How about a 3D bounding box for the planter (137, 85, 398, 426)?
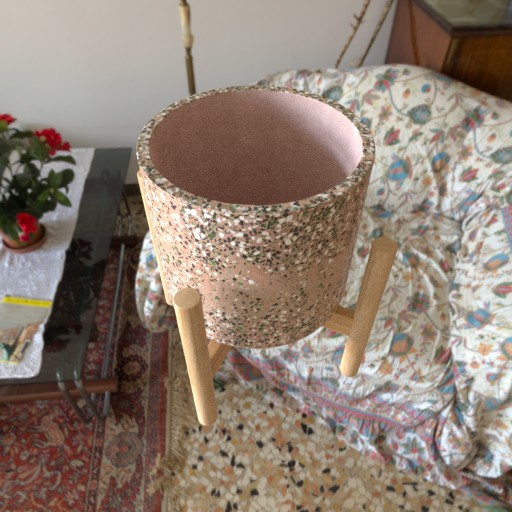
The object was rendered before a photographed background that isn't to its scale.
[{"bbox_3d":[0.000,0.000,0.533,0.284,0.320,0.284,-33,54,-28],"label":"planter"}]
